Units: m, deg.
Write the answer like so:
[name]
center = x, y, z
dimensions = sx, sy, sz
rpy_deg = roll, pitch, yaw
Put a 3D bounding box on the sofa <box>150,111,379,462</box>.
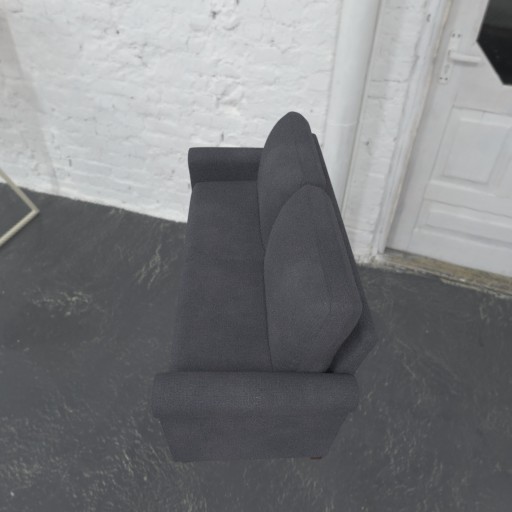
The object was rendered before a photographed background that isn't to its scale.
[sofa]
center = 0.000, 0.000, 2.407
dimensions = 0.842, 0.942, 1.935
rpy_deg = -1, 42, -2
